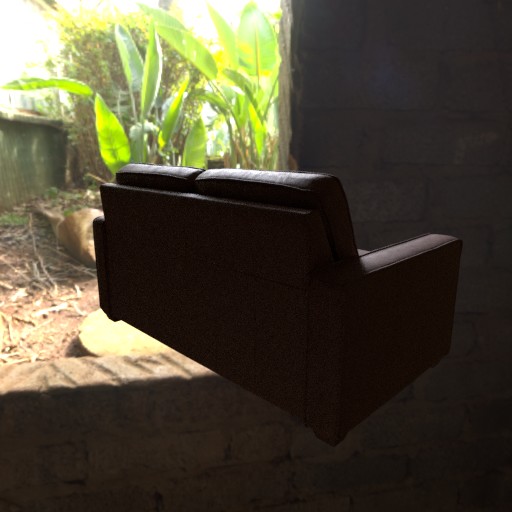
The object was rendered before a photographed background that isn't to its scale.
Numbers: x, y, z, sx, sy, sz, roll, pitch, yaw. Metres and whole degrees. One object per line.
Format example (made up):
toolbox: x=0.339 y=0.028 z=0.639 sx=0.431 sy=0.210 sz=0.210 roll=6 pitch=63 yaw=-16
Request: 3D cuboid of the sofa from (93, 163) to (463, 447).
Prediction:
sofa: x=0.000 y=0.000 z=2.255 sx=0.947 sy=0.918 sz=1.709 roll=-14 pitch=20 yaw=-43
